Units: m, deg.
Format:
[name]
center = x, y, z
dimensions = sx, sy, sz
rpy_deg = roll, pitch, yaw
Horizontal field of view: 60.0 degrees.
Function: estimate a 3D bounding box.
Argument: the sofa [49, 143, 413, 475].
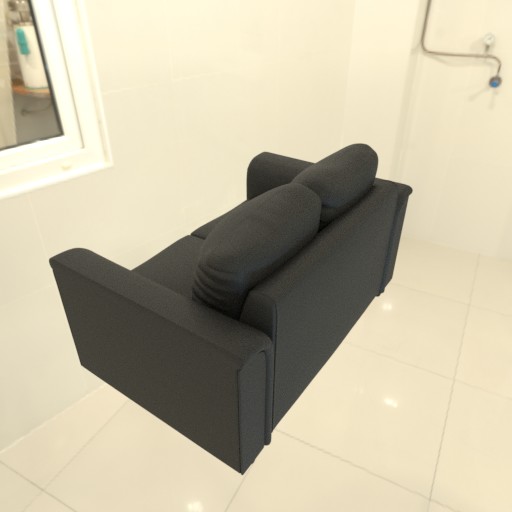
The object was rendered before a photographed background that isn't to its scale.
[sofa]
center = 0.000, 0.000, 1.971
dimensions = 0.887, 0.845, 1.386
rpy_deg = 21, 38, 29
